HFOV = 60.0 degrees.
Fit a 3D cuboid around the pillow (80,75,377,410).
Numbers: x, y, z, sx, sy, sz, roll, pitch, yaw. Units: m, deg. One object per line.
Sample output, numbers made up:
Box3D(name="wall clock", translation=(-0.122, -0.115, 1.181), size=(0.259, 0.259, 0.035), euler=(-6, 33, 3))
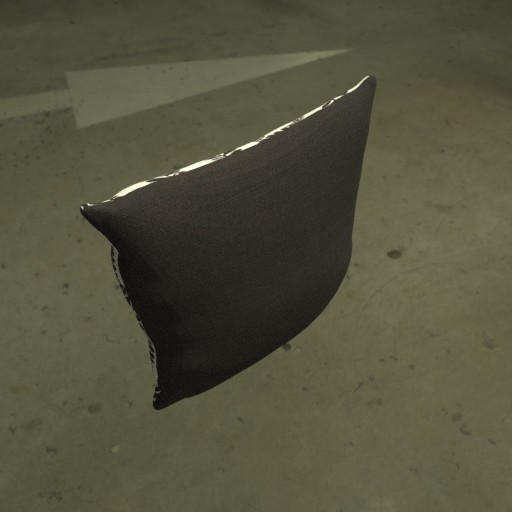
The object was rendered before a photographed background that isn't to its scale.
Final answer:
Box3D(name="pillow", translation=(0.000, 0.000, 0.671), size=(0.440, 0.441, 0.182), euler=(-31, 54, -26))
